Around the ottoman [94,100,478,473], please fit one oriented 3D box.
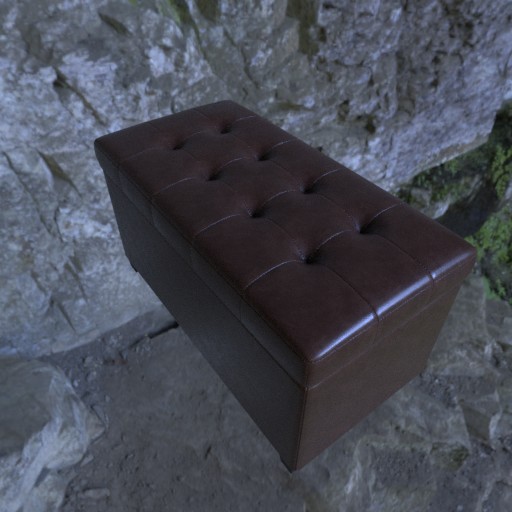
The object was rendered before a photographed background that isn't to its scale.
[{"bbox_3d":[0.000,0.000,1.110,0.432,0.470,0.838,-27,49,-26],"label":"ottoman"}]
